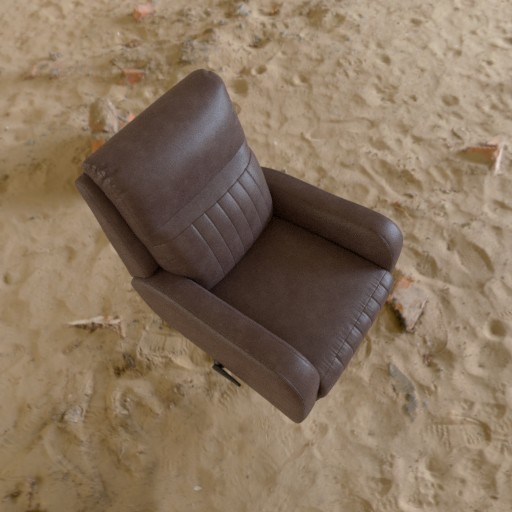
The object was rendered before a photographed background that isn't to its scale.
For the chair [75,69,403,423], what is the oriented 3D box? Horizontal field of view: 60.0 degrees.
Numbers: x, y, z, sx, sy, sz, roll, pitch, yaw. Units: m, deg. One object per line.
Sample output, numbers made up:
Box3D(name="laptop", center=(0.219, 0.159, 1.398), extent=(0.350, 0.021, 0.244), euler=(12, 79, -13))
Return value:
Box3D(name="chair", center=(0.000, 0.000, 1.830), extent=(1.067, 1.067, 0.865), euler=(31, 64, 17))
